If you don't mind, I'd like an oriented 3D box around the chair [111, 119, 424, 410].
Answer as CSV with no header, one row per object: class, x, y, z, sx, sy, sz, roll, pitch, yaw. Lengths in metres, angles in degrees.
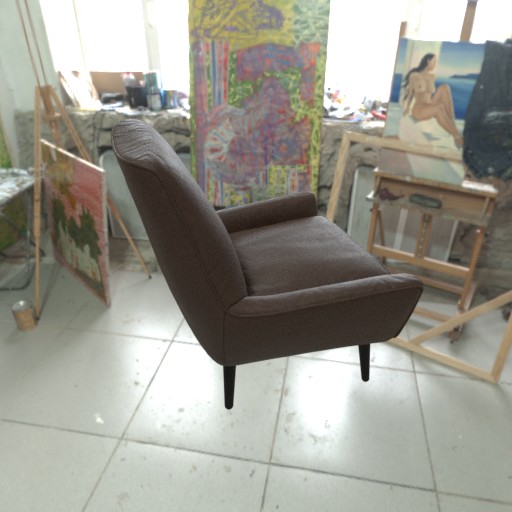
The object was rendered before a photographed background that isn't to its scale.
chair,0.000,0.000,1.521,0.824,0.888,0.787,-10,31,-16
